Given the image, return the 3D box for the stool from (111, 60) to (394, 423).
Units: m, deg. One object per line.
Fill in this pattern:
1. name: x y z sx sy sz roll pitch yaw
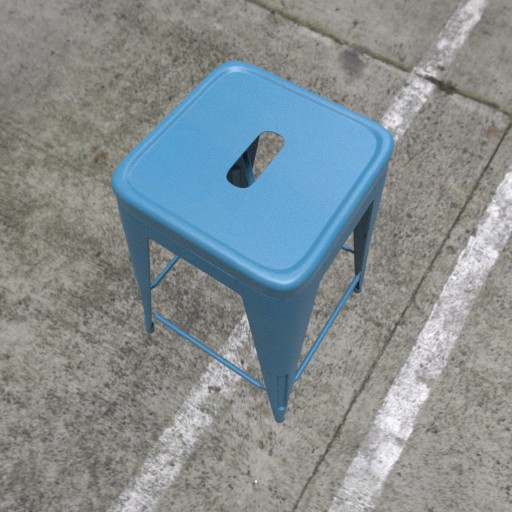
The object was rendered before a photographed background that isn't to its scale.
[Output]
1. stool: 0.000 0.000 0.881 0.410 0.608 0.410 31 67 15
